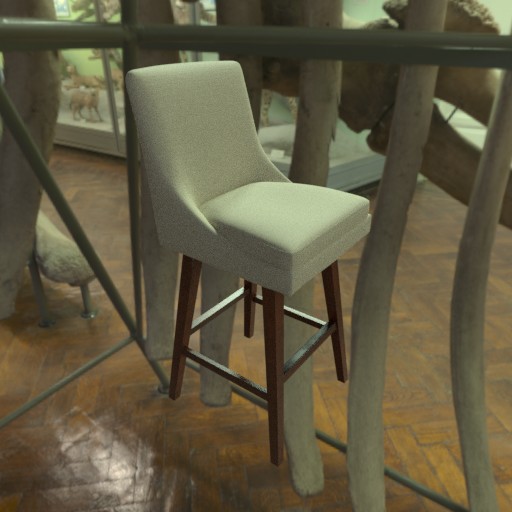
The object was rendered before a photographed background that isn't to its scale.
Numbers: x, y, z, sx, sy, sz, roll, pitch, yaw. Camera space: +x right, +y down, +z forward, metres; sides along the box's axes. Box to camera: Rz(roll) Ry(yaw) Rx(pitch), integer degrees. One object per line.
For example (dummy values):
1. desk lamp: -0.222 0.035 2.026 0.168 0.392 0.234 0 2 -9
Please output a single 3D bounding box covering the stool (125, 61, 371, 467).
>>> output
1. stool: 0.000 0.000 1.396 0.559 1.097 0.470 19 33 32
